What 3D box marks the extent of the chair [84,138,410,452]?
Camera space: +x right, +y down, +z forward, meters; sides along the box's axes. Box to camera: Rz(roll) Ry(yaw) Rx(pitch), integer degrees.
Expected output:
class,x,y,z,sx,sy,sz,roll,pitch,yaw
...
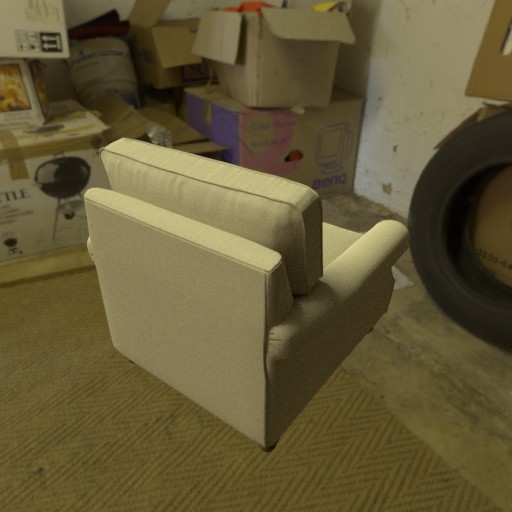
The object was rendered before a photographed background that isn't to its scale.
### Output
class,x,y,z,sx,sy,sz,roll,pitch,yaw
chair,0.000,0.000,1.809,1.029,0.967,0.966,21,36,32
